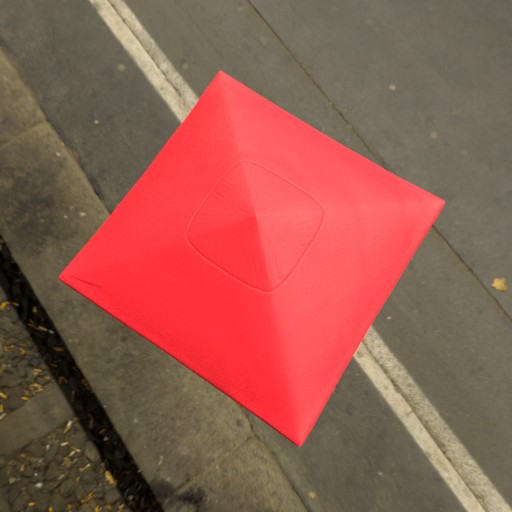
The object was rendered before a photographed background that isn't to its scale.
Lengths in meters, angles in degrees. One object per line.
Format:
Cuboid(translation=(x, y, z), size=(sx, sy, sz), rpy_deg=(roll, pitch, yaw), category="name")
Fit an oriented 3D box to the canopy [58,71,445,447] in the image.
Cuboid(translation=(0.000, 0.000, 5.422), size=(2.998, 2.997, 2.996), rpy_deg=(33, 78, 8), category="canopy")
